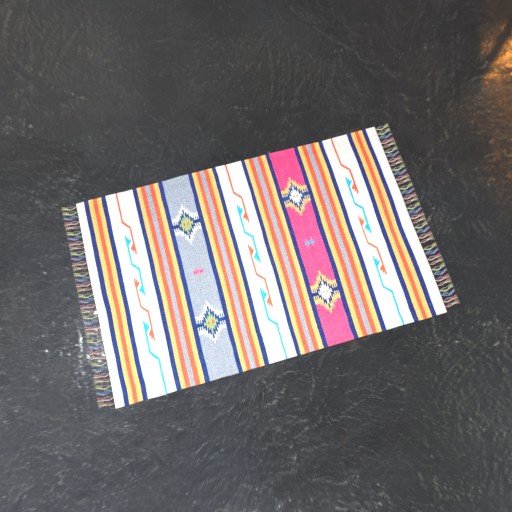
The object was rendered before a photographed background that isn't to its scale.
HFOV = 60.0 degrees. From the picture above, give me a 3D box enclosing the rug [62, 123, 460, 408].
[{"bbox_3d":[0.000,0.000,2.290,1.849,0.013,1.084,-15,76,-4],"label":"rug"}]
